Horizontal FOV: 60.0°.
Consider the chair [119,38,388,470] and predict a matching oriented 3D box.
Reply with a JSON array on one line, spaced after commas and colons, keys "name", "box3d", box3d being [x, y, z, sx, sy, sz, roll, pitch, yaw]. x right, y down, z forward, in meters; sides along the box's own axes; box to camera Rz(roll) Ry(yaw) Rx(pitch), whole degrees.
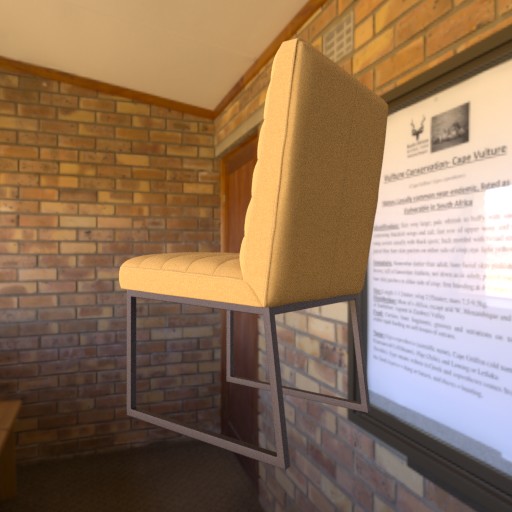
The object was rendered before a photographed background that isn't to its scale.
[{"name": "chair", "box3d": [0.000, 0.000, 1.300, 0.634, 0.930, 0.520, 0, 0, 37]}]
